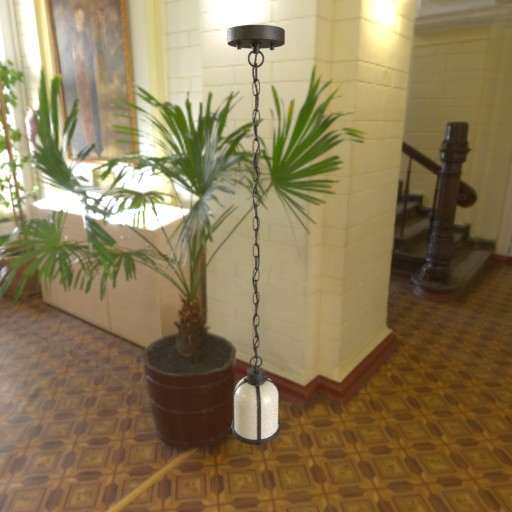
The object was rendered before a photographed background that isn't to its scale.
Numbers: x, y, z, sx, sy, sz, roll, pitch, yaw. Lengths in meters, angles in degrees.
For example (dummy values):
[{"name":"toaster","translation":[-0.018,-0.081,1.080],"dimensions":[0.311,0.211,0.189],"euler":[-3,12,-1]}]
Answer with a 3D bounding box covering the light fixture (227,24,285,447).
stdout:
[{"name":"light fixture","translation":[0.000,0.000,1.283],"dimensions":[0.178,1.181,0.178],"euler":[-2,17,-8]}]
